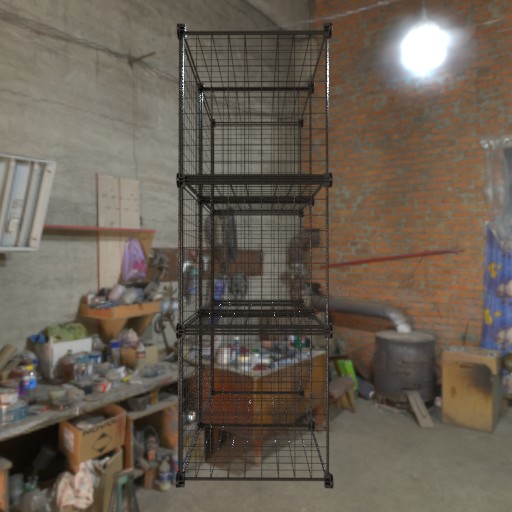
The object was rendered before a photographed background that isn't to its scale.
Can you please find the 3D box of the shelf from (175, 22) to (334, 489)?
[{"bbox_3d":[0.000,0.000,1.358,0.356,1.067,0.711,0,-1,1],"label":"shelf"}]
